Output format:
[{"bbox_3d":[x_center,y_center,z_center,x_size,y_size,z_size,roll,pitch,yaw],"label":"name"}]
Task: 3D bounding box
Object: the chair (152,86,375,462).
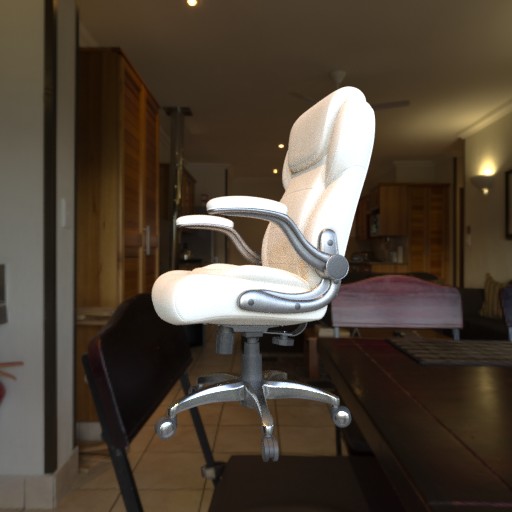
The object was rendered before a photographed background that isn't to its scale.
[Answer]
[{"bbox_3d":[0.000,0.000,1.785,0.806,1.330,0.755,0,0,-18],"label":"chair"}]
